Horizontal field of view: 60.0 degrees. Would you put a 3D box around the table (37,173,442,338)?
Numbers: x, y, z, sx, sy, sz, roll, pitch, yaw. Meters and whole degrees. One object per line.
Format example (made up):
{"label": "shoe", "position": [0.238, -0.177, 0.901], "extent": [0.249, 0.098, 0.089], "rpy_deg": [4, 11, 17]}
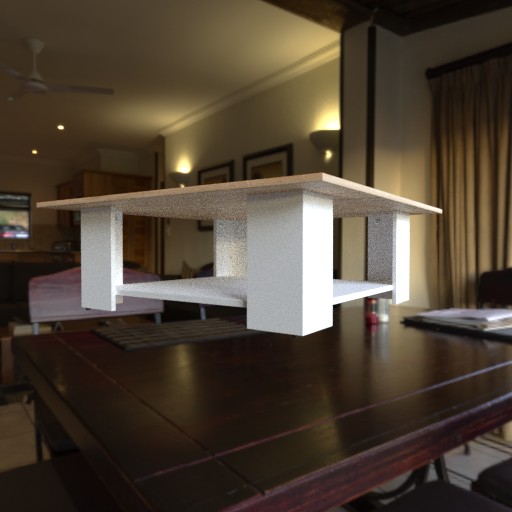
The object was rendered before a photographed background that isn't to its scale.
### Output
{"label": "table", "position": [0.000, 0.000, 1.366], "extent": [0.890, 0.305, 0.890], "rpy_deg": [1, 1, 35]}
